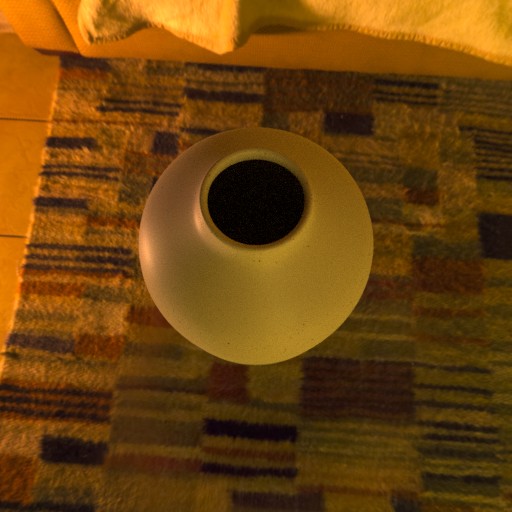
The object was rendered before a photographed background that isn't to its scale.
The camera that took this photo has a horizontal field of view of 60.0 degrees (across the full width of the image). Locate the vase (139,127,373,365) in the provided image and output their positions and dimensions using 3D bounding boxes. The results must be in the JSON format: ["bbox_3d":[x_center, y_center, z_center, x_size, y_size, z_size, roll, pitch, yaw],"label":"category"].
[{"bbox_3d":[0.000,0.000,0.359,0.169,0.240,0.169,0,74,0],"label":"vase"}]
